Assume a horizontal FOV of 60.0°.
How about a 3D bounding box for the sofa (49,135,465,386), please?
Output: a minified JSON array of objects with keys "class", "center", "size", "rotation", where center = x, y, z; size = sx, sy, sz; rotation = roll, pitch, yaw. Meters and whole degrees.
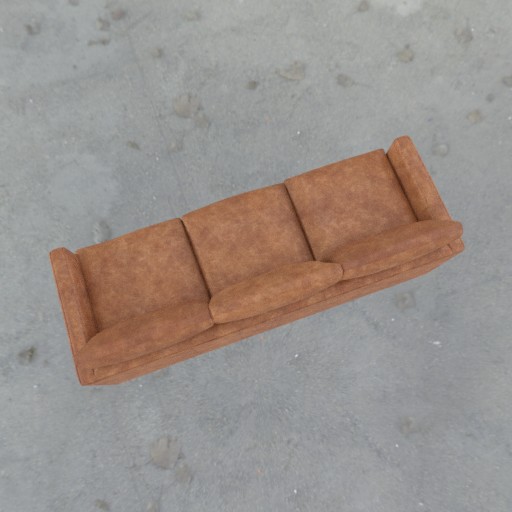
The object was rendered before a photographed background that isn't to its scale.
[{"class":"sofa","center":[0.000,0.000,2.421],"size":[2.029,0.863,0.748],"rotation":[-19,75,-5]}]
